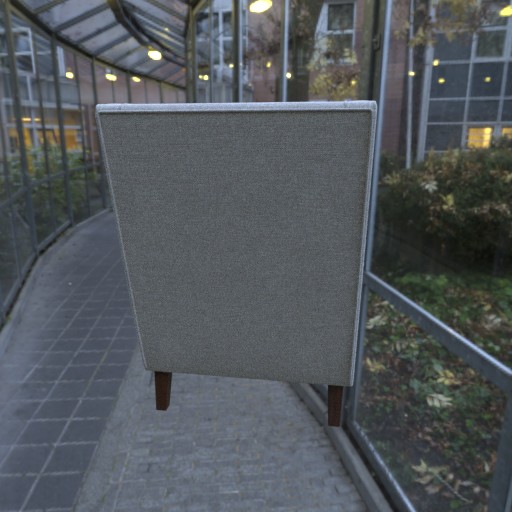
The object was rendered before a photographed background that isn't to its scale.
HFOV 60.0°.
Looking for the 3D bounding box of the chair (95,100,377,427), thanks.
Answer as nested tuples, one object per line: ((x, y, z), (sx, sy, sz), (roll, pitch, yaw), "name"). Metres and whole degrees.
((0.000, 0.000, 1.733), (0.764, 1.082, 0.948), (2, 15, 8), "chair")
